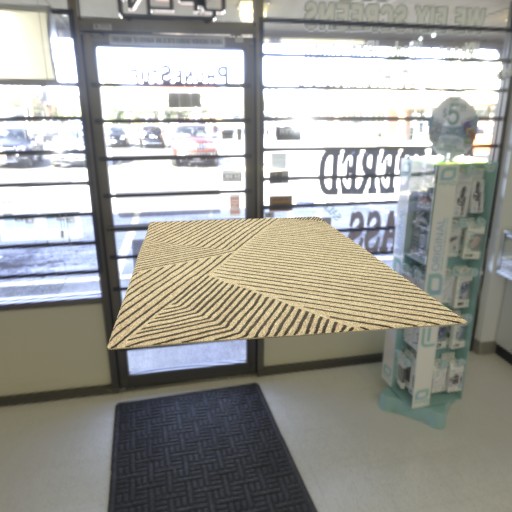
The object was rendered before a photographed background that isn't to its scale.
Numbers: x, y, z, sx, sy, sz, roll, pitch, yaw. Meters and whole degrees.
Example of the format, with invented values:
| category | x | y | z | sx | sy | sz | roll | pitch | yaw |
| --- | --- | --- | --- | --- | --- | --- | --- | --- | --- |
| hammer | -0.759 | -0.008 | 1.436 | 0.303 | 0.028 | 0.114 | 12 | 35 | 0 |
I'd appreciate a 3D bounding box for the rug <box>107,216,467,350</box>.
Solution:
| category | x | y | z | sx | sy | sz | roll | pitch | yaw |
| --- | --- | --- | --- | --- | --- | --- | --- | --- | --- |
| rug | 0.000 | 0.000 | 2.349 | 1.237 | 0.019 | 1.842 | -3 | 17 | -8 |
